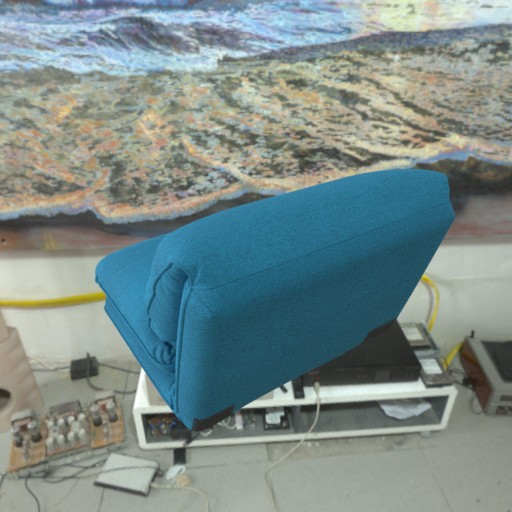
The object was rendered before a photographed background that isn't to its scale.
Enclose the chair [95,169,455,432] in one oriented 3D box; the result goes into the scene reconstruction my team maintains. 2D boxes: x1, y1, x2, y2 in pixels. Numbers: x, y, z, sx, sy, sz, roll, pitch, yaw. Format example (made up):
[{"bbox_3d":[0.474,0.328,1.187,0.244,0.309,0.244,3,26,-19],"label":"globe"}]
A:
[{"bbox_3d":[0.000,0.000,1.346,0.820,0.580,0.780,-19,35,-30],"label":"chair"}]
